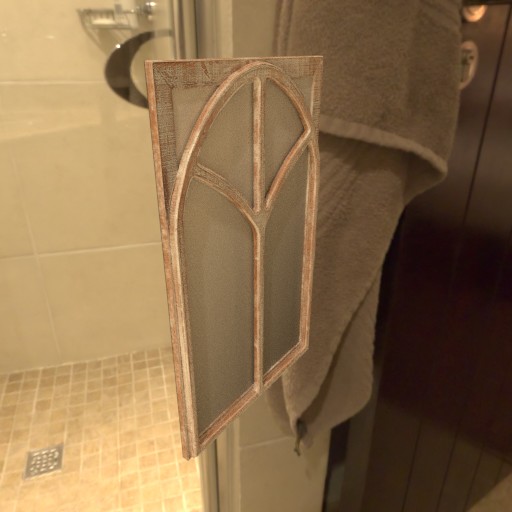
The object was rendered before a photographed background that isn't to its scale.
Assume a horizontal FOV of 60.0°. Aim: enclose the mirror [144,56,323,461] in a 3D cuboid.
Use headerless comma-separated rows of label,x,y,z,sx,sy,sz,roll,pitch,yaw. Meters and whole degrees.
mirror,0.000,0.000,0.964,0.058,0.787,0.495,17,30,33
